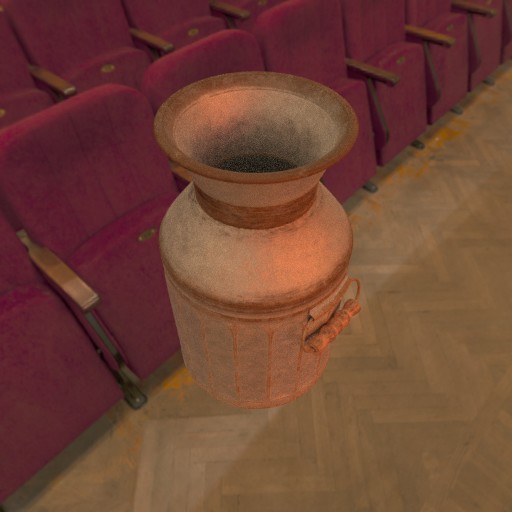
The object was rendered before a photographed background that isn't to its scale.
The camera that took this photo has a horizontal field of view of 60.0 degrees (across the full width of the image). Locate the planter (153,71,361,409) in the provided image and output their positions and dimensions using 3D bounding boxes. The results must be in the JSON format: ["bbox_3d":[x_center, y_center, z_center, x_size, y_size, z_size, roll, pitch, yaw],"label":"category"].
[{"bbox_3d":[0.000,0.000,0.516,0.248,0.358,0.215,33,56,27],"label":"planter"}]
